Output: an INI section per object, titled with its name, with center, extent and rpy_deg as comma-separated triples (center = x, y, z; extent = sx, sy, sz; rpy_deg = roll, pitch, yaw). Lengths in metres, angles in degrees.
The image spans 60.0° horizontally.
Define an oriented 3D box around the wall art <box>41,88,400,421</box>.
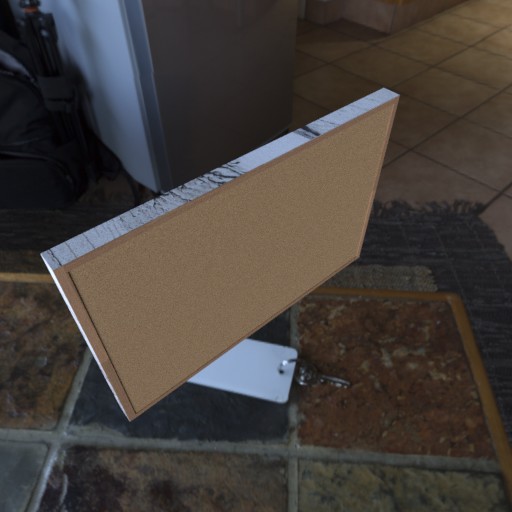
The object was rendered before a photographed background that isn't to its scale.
[wall art]
center = 0.000, 0.000, 0.778
extent = 0.613, 0.407, 0.035
rpy_deg = -32, 55, -26
